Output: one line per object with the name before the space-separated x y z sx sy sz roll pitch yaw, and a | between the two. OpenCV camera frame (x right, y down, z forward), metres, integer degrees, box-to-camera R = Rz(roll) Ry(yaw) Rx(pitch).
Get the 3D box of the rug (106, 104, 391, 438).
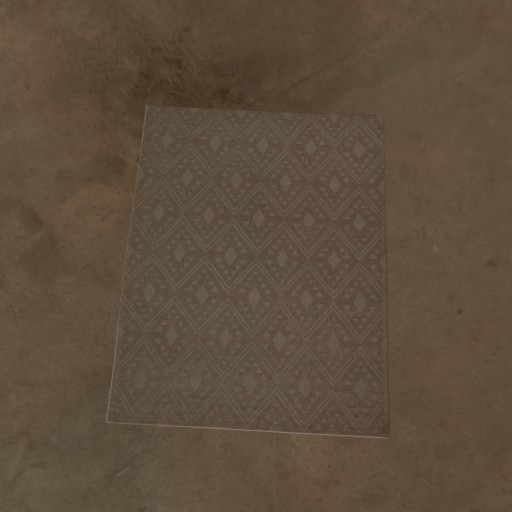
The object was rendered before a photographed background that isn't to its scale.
rug | 0.000 0.000 4.072 2.399 0.054 3.011 3 76 1
